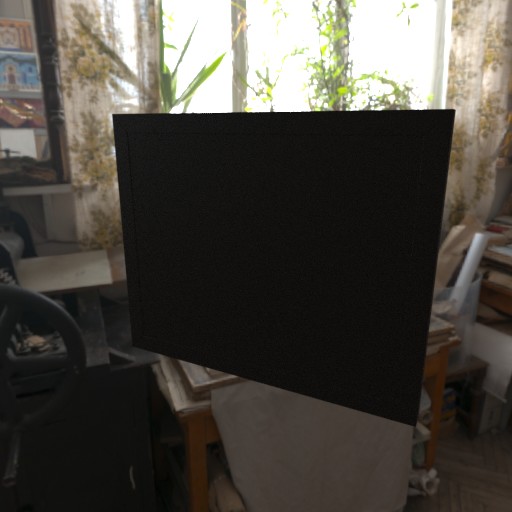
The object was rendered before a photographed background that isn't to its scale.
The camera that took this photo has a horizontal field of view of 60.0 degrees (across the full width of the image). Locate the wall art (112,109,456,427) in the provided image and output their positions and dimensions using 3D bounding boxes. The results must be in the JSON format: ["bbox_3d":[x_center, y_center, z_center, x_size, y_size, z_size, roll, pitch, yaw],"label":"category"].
[{"bbox_3d":[0.000,0.000,0.739,0.558,0.457,0.029,8,18,26],"label":"wall art"}]
